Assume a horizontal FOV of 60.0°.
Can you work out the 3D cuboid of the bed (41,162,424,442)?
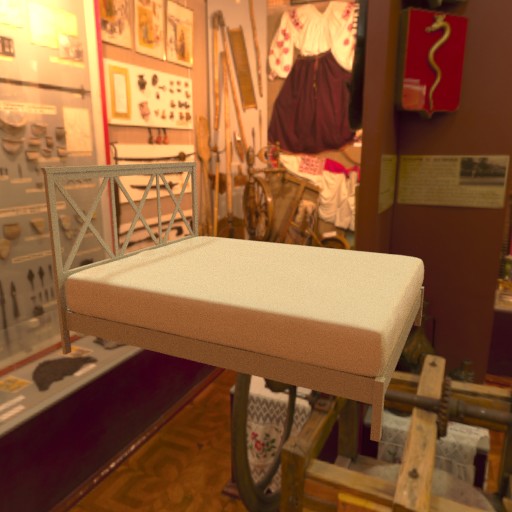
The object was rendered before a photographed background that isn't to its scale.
[{"bbox_3d":[0.000,0.000,3.143,2.135,1.253,1.673,7,15,26],"label":"bed"}]
